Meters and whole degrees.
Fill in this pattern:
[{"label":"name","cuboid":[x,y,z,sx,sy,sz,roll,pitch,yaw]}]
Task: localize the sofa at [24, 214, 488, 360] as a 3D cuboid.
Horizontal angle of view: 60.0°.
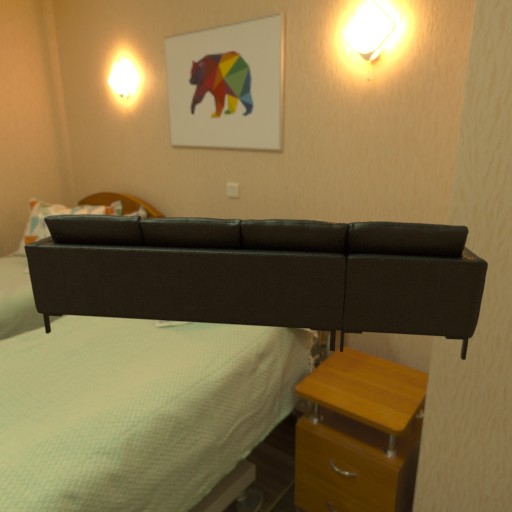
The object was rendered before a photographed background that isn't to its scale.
[{"label":"sofa","cuboid":[0.000,0.000,3.563,2.993,0.859,1.471,2,16,7]}]
